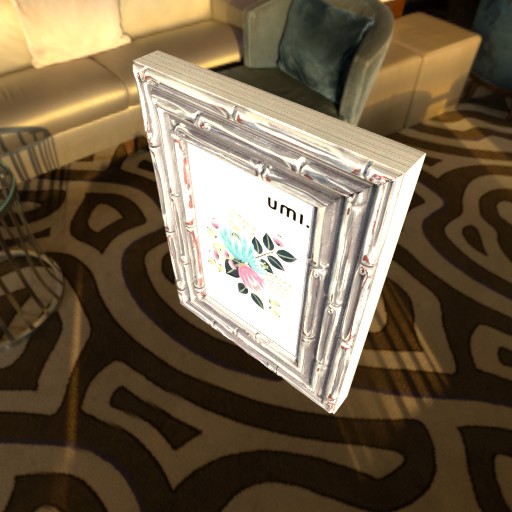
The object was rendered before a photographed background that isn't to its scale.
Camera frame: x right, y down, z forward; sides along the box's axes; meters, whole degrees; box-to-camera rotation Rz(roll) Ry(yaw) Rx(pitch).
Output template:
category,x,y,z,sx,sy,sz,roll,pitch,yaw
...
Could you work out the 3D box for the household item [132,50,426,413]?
category,x,y,z,sx,sy,sz,roll,pitch,yaw
household item,0.000,0.000,0.291,0.165,0.216,0.025,31,54,26
